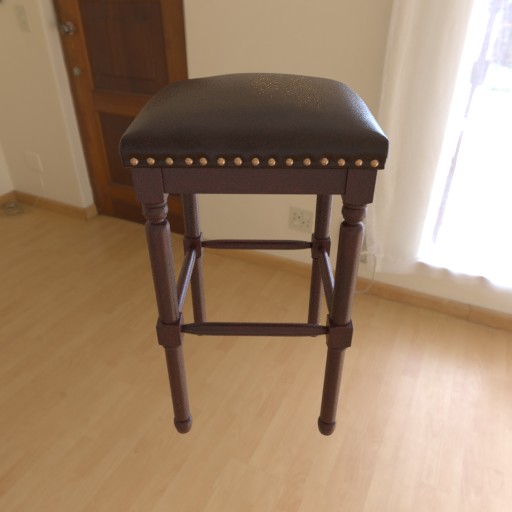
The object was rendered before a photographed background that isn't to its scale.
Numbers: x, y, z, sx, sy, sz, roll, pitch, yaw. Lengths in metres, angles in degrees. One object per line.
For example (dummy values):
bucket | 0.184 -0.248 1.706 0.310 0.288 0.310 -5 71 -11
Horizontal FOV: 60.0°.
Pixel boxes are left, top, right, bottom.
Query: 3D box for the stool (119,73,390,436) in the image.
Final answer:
stool | 0.000 0.000 0.929 0.382 0.702 0.383 1 32 1
